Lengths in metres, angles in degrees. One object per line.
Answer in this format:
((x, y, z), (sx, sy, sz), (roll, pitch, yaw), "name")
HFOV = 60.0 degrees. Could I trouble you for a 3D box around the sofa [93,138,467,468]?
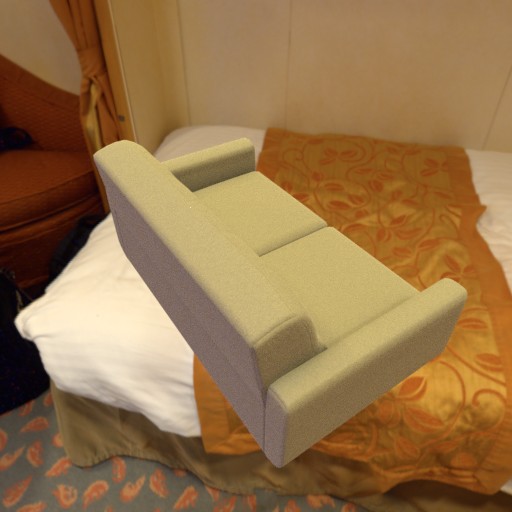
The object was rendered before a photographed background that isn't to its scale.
((0.000, 0.000, 2.186), (0.980, 0.892, 1.655), (-24, 47, -25), "sofa")
